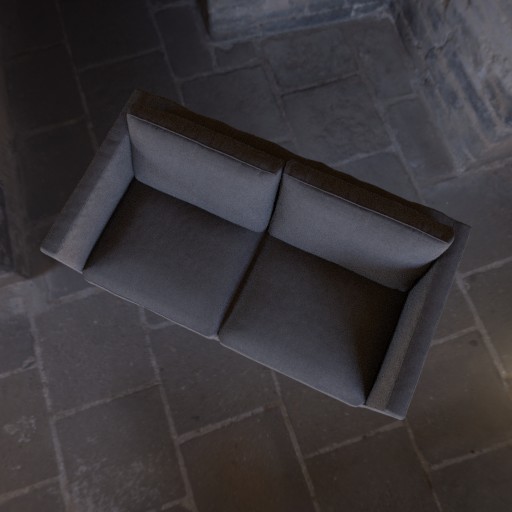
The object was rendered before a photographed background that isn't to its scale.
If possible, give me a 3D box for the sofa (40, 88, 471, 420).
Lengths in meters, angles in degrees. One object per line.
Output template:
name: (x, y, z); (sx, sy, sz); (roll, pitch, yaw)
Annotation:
sofa: (0.000, 0.000, 2.312); (1.802, 0.854, 0.974); (24, 77, 6)
